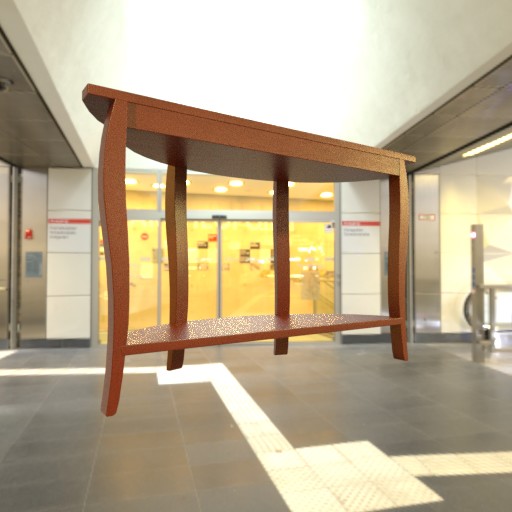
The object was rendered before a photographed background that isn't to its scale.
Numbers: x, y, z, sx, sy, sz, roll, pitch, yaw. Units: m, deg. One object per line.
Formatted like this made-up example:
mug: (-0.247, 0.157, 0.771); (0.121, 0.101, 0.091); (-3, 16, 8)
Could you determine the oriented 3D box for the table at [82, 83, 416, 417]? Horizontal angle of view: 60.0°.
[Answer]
table: (0.000, 0.000, 1.529); (1.219, 0.779, 0.405); (1, -2, -34)
